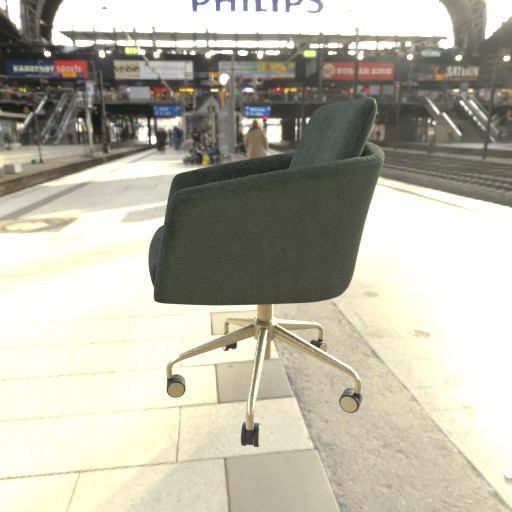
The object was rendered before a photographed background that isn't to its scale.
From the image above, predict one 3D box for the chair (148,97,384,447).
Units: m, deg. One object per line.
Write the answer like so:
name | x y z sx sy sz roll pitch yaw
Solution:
chair | 0.000 0.000 1.362 0.635 0.908 0.641 -3 16 -9
